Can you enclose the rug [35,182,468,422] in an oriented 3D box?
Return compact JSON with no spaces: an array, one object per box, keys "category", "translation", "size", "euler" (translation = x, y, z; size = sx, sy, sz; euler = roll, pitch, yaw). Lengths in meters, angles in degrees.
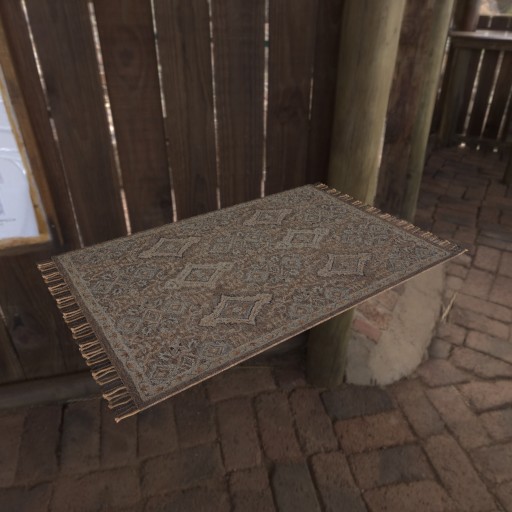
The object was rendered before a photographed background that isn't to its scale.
[{"category":"rug","translation":[0.000,0.000,2.931],"size":[2.434,0.010,1.516],"euler":[-20,36,-29]}]
